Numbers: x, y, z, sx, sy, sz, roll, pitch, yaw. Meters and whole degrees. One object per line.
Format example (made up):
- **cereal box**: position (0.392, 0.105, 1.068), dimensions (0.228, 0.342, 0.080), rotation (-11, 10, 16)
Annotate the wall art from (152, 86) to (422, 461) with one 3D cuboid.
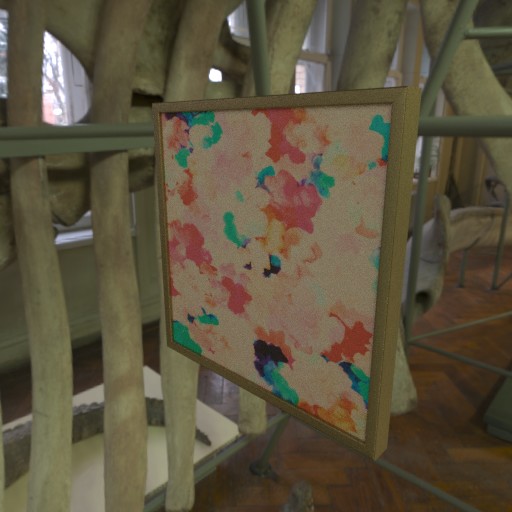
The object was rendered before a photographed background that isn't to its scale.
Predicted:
- **wall art**: position (0.000, 0.000, 0.753), dimensions (0.510, 0.509, 0.037), rotation (15, 22, 42)
